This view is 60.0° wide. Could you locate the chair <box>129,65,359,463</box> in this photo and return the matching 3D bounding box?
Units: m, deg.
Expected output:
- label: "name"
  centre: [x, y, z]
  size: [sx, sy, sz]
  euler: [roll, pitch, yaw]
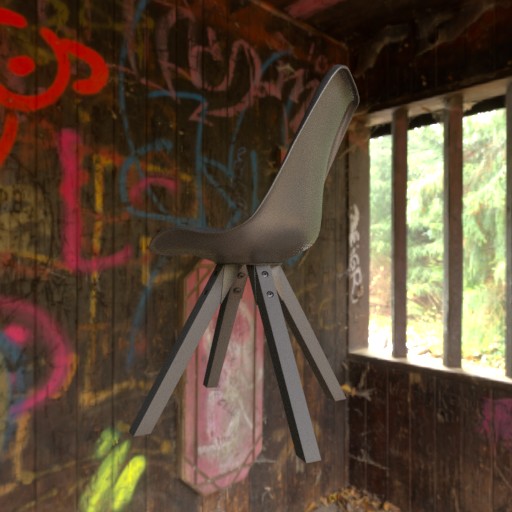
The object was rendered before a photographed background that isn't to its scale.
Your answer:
- label: "chair"
  centre: [0.000, 0.000, 1.174]
  size: [0.530, 0.850, 0.485]
  euler: [0, 0, 19]
